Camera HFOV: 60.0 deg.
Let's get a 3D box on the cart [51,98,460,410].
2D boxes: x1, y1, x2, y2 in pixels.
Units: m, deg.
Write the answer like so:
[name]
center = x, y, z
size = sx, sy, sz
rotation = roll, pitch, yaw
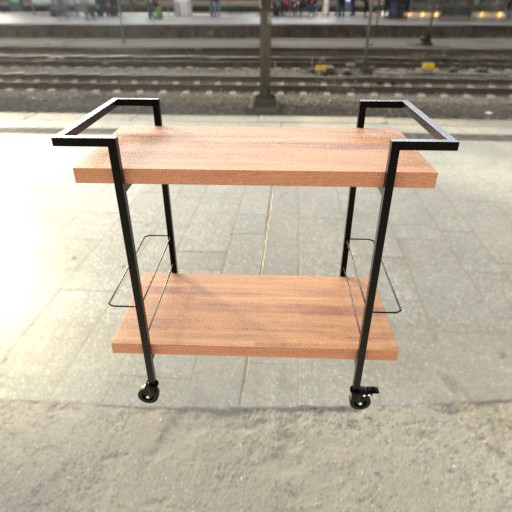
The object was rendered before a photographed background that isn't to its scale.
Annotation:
[cart]
center = 0.000, 0.000, 1.235
size = 0.806, 0.762, 0.406
rotation = 1, 31, 2
